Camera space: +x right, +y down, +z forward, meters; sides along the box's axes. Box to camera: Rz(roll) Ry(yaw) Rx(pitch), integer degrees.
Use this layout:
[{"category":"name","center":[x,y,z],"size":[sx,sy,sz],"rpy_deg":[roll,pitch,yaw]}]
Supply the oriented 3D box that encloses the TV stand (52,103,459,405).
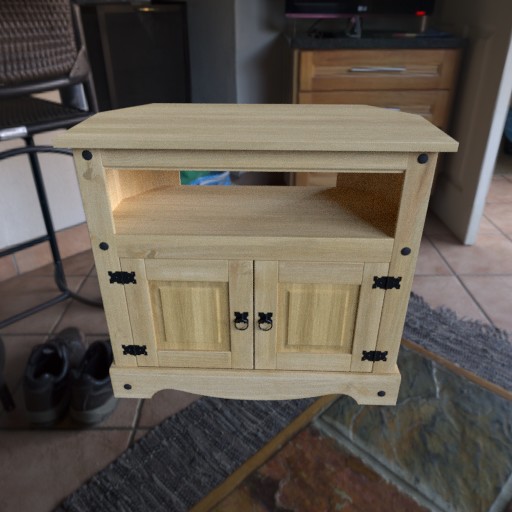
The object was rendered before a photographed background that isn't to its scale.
[{"category":"TV stand","center":[0.000,0.000,1.299],"size":[0.851,0.781,0.425],"rpy_deg":[1,29,2]}]
